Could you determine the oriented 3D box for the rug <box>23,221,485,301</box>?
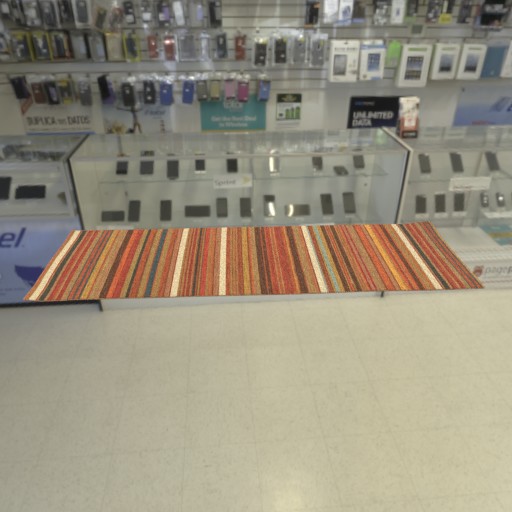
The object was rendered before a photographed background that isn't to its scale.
[{"bbox_3d":[0.000,0.000,2.672,2.444,0.030,0.799,-1,31,-2],"label":"rug"}]
